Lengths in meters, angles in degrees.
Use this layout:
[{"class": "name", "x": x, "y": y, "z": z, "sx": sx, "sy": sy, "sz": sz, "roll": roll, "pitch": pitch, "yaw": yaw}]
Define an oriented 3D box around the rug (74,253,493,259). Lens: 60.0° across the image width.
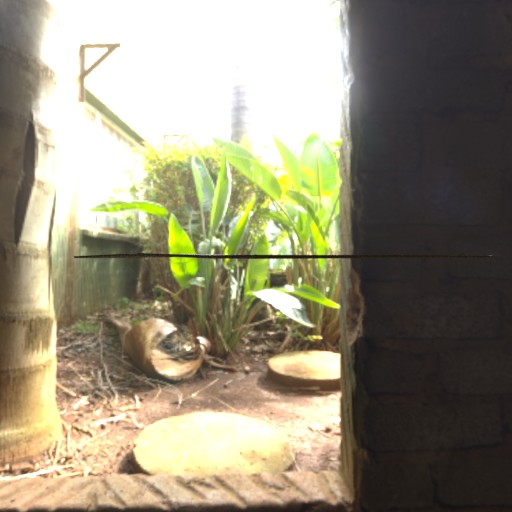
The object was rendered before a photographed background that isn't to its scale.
[{"class": "rug", "x": 0.000, "y": 0.000, "z": 4.148, "sx": 2.434, "sy": 0.045, "sz": 3.202, "roll": 0, "pitch": 0, "yaw": -37}]
